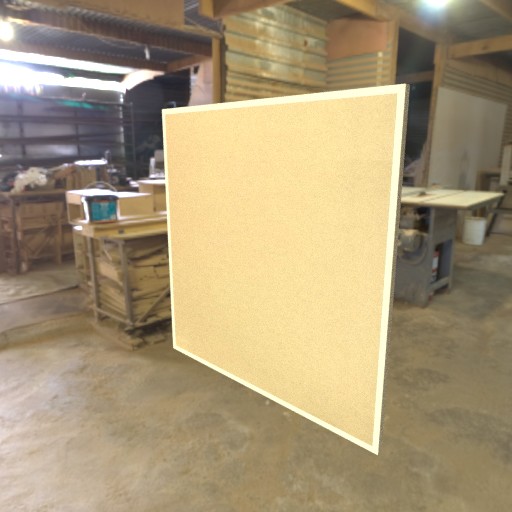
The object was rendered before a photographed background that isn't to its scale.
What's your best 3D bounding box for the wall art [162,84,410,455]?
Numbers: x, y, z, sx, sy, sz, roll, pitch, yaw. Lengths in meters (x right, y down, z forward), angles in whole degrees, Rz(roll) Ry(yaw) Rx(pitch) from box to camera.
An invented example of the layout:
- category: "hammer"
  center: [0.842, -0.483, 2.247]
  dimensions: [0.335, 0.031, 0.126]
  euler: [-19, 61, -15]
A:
- category: "wall art"
  center: [0.000, 0.000, 0.835]
  dimensions: [0.557, 0.557, 0.012]
  euler: [13, 19, 43]
